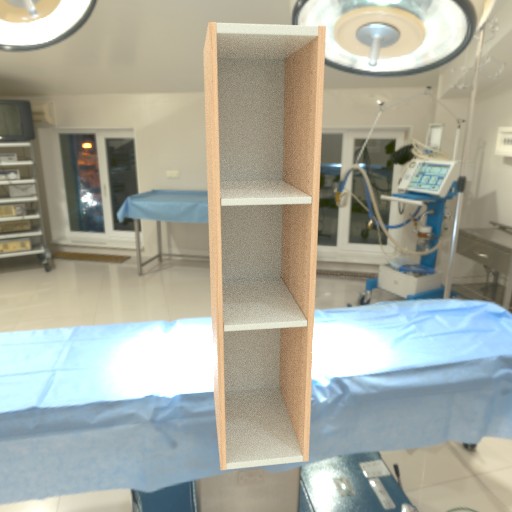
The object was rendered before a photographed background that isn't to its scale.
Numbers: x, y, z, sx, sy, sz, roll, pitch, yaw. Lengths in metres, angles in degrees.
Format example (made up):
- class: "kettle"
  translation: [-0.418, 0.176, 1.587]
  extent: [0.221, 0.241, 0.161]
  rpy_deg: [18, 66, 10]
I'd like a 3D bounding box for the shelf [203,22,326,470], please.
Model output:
- class: "shelf"
  translation: [0.000, 0.000, 0.992]
  extent: [0.197, 0.882, 0.290]
  rpy_deg: [-2, 16, -8]
